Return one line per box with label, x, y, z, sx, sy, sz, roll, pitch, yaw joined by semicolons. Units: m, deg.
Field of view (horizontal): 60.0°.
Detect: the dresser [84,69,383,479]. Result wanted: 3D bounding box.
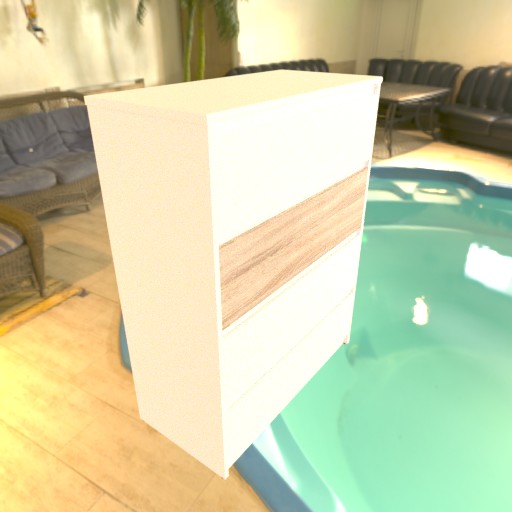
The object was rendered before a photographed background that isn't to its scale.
dresser;0.000;0.000;1.434;0.380;1.040;0.800;19;33;32
